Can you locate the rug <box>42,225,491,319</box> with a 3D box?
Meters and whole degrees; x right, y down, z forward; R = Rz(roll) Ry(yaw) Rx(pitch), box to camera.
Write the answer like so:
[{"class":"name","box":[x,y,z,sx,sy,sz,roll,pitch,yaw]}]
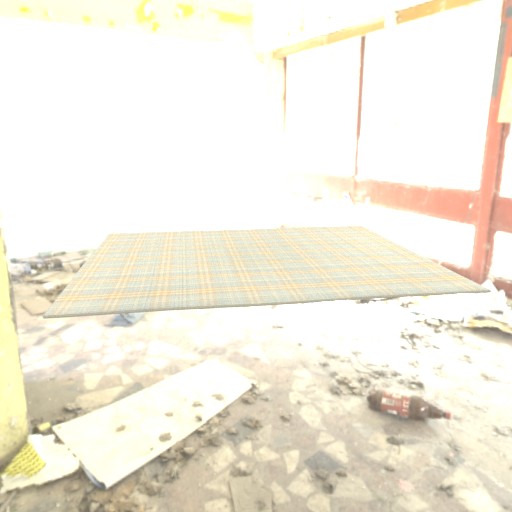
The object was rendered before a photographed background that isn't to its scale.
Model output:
[{"class":"rug","box":[0.000,0.000,4.130,3.066,0.030,2.462,-2,15,-9]}]
